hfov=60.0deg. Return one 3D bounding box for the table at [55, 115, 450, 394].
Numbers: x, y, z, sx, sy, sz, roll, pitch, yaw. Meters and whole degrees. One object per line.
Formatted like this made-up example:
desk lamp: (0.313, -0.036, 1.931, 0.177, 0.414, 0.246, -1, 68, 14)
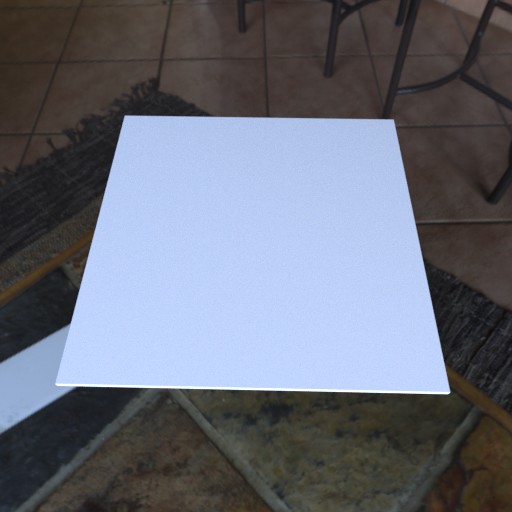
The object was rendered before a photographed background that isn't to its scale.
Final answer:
table: (0.000, 0.000, 1.361, 0.890, 0.305, 0.890, 1, 58, 1)
